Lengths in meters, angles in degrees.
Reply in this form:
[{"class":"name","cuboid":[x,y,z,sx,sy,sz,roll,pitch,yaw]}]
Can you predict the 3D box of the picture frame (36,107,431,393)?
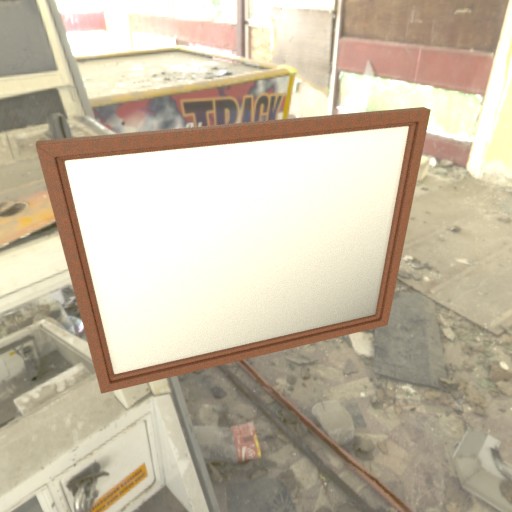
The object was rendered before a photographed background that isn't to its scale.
[{"class":"picture frame","cuboid":[0.000,0.000,1.715,1.329,1.018,0.045,-10,33,-16]}]
